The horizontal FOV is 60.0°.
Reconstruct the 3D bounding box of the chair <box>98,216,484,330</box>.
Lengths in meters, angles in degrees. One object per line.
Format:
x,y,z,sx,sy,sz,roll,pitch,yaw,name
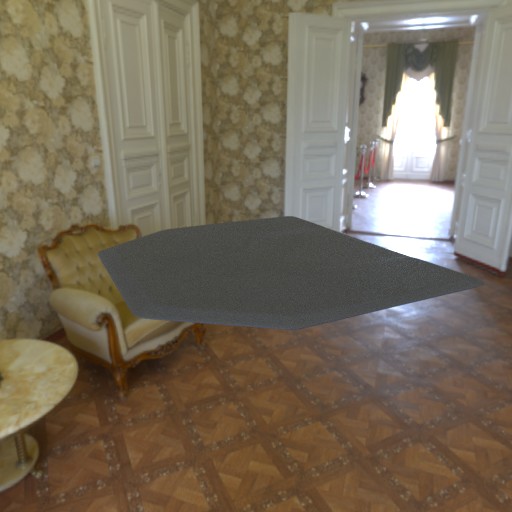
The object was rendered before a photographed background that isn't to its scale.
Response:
0.000,0.000,1.930,1.219,0.024,1.372,-8,18,-26,chair
